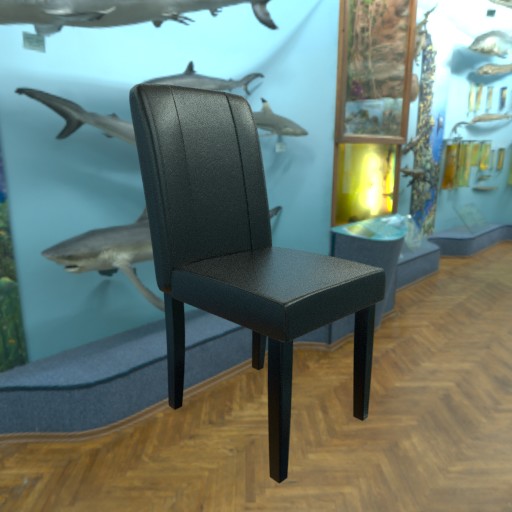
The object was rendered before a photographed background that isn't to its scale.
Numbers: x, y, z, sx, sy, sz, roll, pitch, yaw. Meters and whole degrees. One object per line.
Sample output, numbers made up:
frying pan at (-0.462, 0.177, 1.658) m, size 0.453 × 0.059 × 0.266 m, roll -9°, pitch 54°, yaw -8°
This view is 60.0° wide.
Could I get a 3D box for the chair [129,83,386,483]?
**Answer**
chair at (0.000, 0.000, 1.185) m, size 0.399 × 0.897 × 0.556 m, roll -13°, pitch 18°, yaw -43°
